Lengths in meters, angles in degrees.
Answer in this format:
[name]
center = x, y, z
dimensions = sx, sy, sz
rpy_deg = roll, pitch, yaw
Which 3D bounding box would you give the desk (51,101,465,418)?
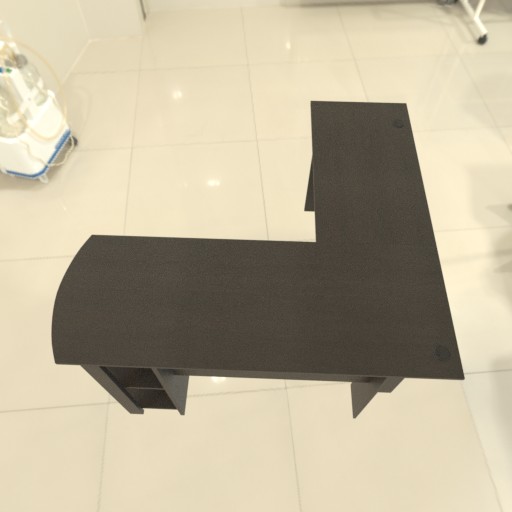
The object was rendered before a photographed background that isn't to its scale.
[desk]
center = 0.000, 0.000, 2.049
dimensions = 1.361, 0.716, 1.303
rpy_deg = 2, 58, 1
